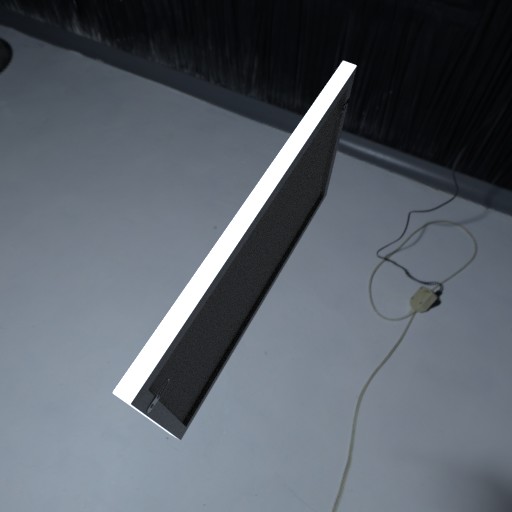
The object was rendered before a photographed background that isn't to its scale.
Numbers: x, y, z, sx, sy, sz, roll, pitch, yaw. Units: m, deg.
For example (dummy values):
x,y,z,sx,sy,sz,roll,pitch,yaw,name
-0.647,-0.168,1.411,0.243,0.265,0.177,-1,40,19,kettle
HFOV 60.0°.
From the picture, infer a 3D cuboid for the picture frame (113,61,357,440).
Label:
x,y,z,sx,sy,sz,roll,pitch,yaw,name
0.000,0.000,0.804,0.044,0.379,0.647,26,65,13,picture frame
